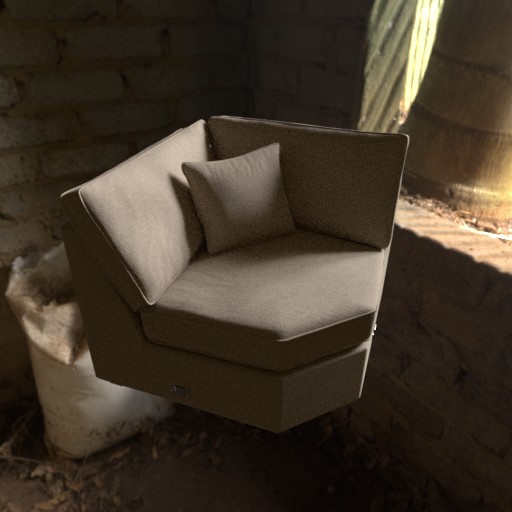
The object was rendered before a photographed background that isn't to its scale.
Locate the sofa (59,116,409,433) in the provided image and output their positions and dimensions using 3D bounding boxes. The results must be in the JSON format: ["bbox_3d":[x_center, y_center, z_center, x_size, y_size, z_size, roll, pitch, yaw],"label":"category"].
[{"bbox_3d":[0.000,0.000,1.839,1.042,0.937,1.050,11,31,18],"label":"sofa"}]
